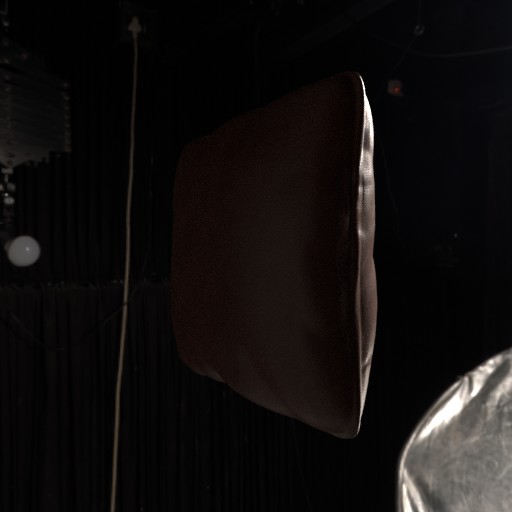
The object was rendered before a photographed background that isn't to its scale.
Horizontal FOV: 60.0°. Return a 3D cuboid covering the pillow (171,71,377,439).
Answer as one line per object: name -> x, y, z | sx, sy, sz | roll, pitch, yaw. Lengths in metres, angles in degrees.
pillow -> 0.000, 0.000, 0.820 | 0.236, 0.523, 0.532 | 0, 0, -34
